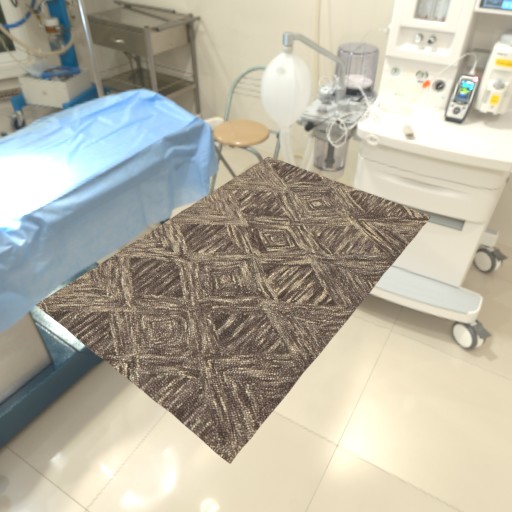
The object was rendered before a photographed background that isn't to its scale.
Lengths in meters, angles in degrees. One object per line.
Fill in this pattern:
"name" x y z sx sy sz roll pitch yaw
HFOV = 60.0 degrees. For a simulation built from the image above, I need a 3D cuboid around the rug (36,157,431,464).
"rug" 0.000 0.000 2.318 1.186 0.012 1.814 27 47 28
